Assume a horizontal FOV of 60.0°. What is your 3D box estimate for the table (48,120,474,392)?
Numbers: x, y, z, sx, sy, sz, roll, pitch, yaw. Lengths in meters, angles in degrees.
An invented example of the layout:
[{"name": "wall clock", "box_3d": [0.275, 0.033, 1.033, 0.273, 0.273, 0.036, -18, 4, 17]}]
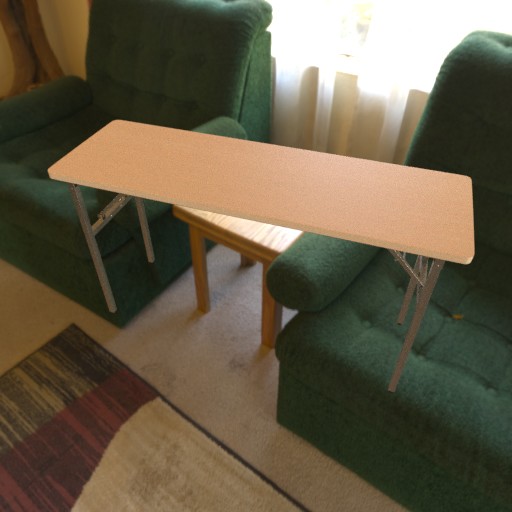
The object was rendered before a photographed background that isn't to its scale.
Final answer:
[{"name": "table", "box_3d": [0.000, 0.000, 1.766, 1.397, 0.750, 0.446, 13, 43, 14]}]
